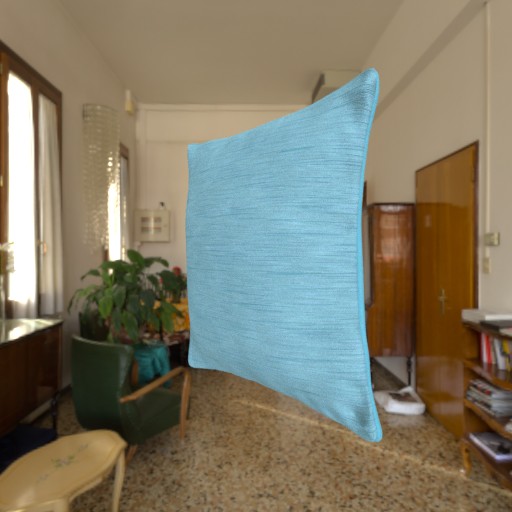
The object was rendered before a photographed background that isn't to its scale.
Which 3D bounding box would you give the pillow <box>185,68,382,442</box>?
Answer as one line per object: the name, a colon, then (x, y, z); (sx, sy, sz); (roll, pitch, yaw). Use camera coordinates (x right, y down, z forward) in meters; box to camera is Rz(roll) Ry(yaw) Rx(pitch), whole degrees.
pillow: (0.000, 0.000, 0.653); (0.151, 0.415, 0.433); (0, 0, -37)
